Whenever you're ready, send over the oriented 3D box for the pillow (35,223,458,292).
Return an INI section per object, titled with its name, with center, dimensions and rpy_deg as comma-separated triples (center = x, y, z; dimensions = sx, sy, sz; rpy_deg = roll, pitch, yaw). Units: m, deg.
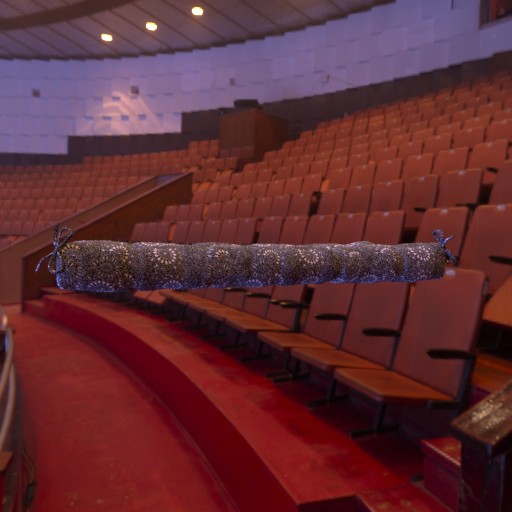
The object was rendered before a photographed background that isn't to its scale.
[pillow]
center = 0.000, 0.000, 1.376
dimensions = 1.194, 0.174, 0.511
rpy_deg = -1, 2, -18
